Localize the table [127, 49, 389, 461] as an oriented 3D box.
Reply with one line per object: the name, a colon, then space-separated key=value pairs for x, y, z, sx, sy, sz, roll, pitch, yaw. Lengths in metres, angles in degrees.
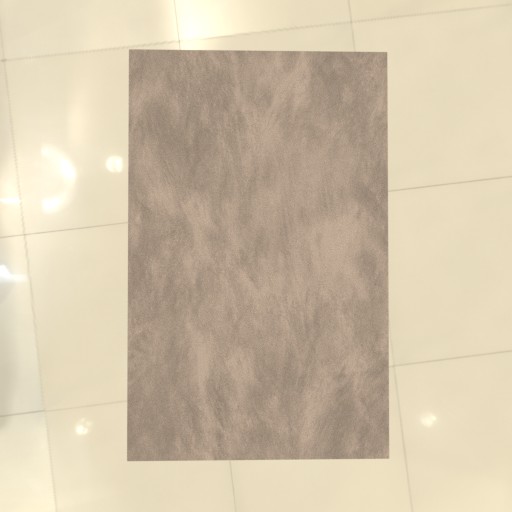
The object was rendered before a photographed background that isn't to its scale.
table: x=0.000 y=0.000 z=1.556 sx=0.700 sy=0.734 sz=1.100 roll=0 pitch=89 yaw=-1
